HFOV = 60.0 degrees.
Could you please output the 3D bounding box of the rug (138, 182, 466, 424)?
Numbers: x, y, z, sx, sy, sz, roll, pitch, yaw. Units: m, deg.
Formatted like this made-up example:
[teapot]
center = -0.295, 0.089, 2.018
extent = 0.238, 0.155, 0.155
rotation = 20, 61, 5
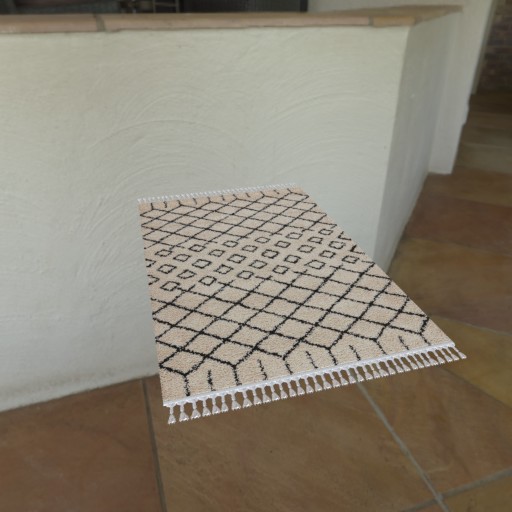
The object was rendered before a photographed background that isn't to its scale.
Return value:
[rug]
center = 0.000, 0.000, 2.466
extent = 1.196, 0.008, 2.006
rotation = -8, 31, -13
